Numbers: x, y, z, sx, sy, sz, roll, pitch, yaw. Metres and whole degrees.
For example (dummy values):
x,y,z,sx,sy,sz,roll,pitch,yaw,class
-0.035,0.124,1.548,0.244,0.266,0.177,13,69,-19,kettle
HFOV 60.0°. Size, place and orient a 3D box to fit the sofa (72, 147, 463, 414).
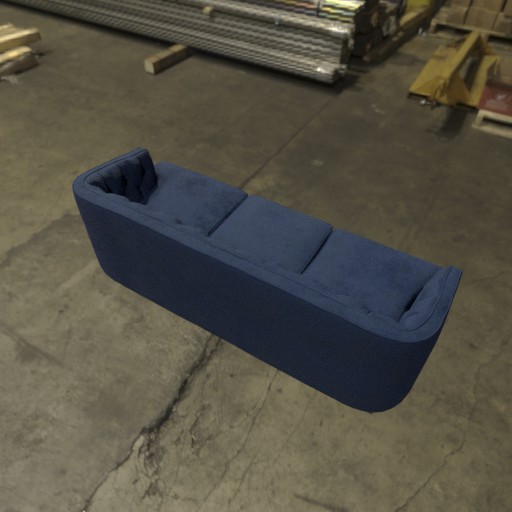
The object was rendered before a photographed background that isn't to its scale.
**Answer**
x,y,z,sx,sy,sz,roll,pitch,yaw,class
0.000,0.000,2.761,2.278,0.855,0.941,24,51,21,sofa
